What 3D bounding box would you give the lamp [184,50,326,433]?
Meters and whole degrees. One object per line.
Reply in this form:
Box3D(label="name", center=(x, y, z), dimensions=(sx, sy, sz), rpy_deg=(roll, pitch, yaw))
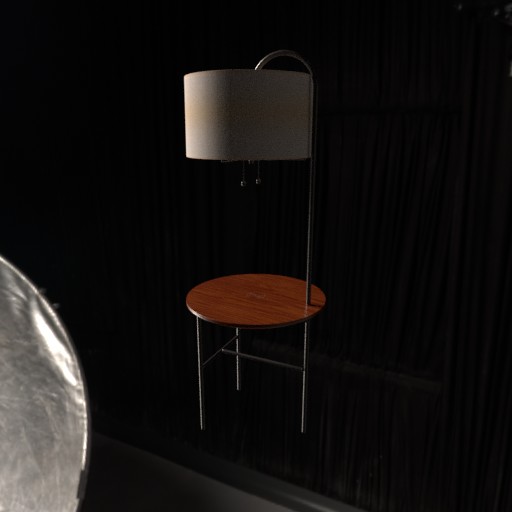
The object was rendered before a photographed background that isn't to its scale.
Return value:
Box3D(label="lamp", center=(0.000, 0.000, 1.795), dimensions=(0.573, 1.517, 0.573), rpy_deg=(0, 16, 0))
